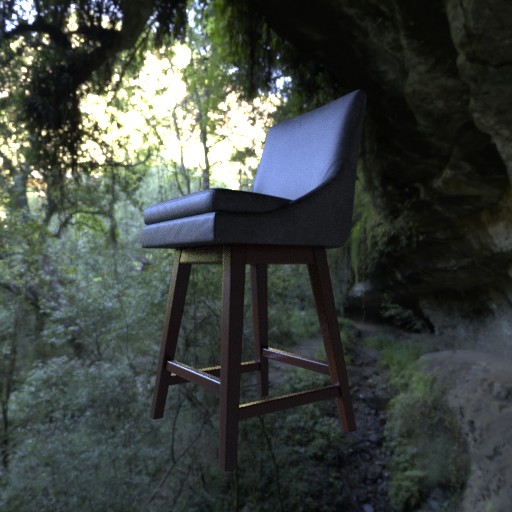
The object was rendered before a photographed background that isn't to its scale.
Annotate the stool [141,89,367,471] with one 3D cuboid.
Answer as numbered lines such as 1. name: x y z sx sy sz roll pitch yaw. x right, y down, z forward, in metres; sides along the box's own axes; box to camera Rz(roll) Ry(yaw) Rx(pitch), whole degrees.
1. stool: 0.000 0.000 1.413 0.587 1.046 0.492 1 -2 -35
